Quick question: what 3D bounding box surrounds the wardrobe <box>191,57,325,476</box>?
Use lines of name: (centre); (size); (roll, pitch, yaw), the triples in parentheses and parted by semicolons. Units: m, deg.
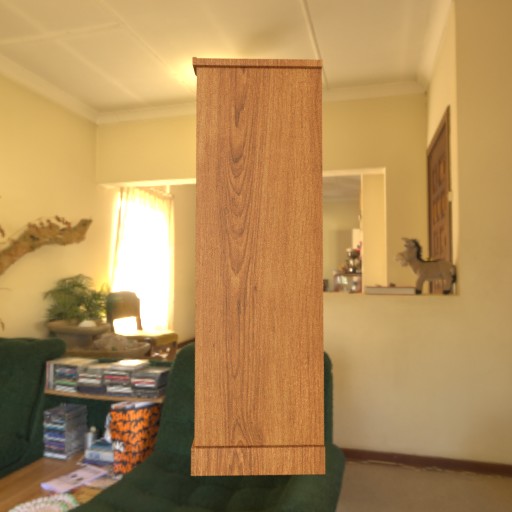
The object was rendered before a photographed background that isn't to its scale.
wardrobe: (0.000, 0.000, 2.198); (0.570, 1.870, 0.590); (0, -2, -2)
